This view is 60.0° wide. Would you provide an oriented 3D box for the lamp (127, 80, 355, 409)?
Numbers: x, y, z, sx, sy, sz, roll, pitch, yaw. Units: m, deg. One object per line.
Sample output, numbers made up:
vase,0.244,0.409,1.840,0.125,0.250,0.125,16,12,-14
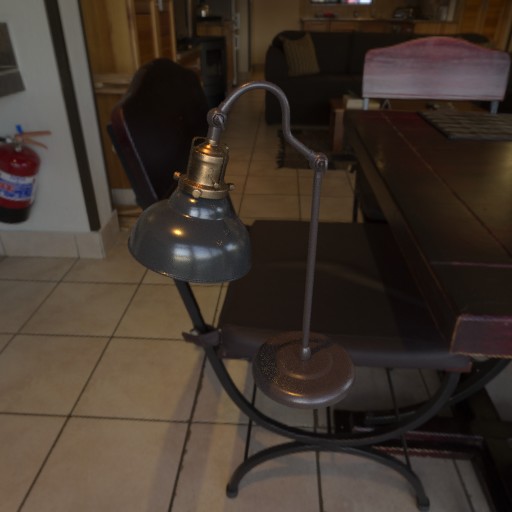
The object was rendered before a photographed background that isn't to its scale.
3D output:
lamp,0.000,0.000,0.685,0.374,0.508,0.192,-8,29,-13
